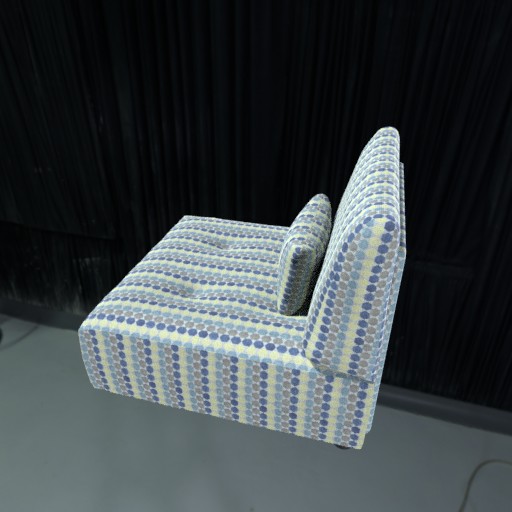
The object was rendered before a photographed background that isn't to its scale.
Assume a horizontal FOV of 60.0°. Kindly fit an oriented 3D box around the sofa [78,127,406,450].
[{"bbox_3d":[0.000,0.000,1.700,1.000,0.830,0.930,8,31,13],"label":"sofa"}]
